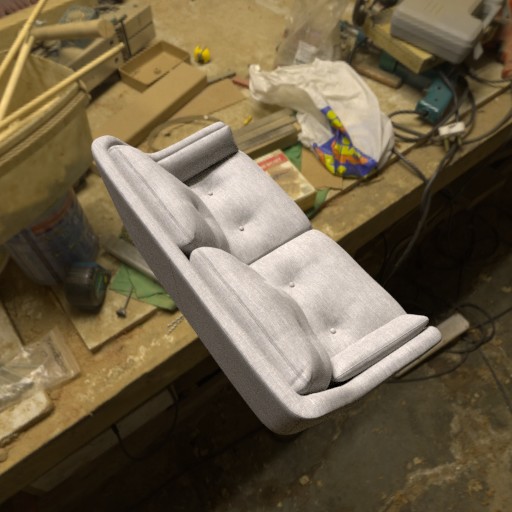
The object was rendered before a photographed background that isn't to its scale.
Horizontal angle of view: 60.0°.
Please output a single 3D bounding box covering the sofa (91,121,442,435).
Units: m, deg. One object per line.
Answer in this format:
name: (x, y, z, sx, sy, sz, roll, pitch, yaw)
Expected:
sofa: (0.000, 0.000, 2.498, 0.976, 0.897, 1.930, -32, 63, -19)
